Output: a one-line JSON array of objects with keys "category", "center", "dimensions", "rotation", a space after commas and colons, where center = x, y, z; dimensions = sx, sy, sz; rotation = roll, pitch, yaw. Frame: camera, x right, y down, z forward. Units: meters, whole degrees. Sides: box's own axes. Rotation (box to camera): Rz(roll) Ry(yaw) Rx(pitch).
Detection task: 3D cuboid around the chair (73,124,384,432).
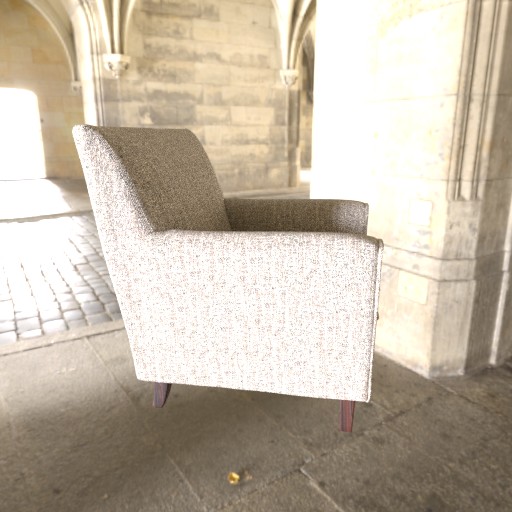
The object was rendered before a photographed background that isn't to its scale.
[{"category": "chair", "center": [0.000, 0.000, 1.654], "dimensions": [0.873, 0.928, 0.864], "rotation": [3, 16, 10]}]
